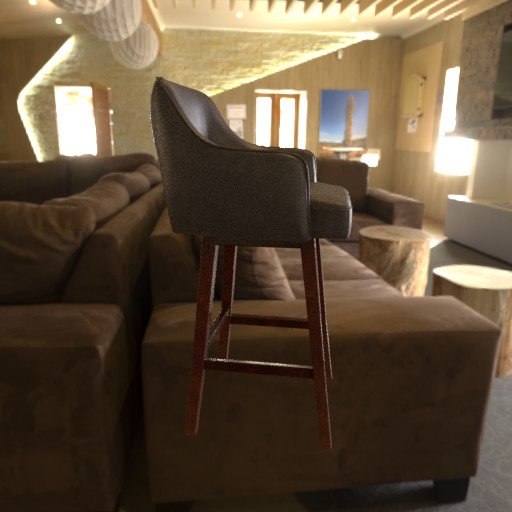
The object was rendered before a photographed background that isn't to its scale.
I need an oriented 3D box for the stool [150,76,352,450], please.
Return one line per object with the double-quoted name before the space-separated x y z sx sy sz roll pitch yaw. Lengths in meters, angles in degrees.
"stool" 0.000 0.000 1.395 0.560 1.041 0.550 2 15 9
